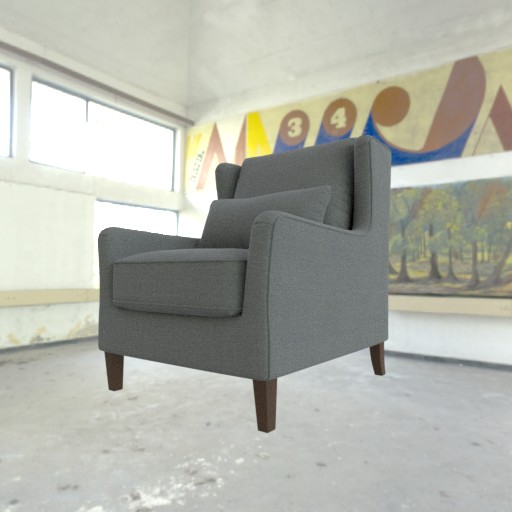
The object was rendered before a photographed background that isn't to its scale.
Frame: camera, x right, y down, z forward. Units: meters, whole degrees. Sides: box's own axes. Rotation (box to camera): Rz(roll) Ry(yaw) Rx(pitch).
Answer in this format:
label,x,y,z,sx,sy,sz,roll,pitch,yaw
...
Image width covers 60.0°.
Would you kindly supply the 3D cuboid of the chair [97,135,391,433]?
label,x,y,z,sx,sy,sz,roll,pitch,yaw
chair,0.000,0.000,1.873,0.866,1.056,1.040,-1,-2,37
